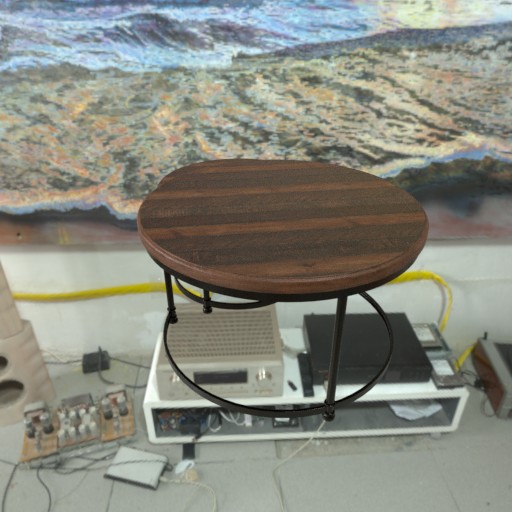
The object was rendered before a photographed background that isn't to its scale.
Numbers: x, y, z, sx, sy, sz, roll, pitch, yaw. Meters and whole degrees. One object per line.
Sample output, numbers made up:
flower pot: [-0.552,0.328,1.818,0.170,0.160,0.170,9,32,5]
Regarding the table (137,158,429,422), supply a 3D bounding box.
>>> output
table: [0.000,0.000,1.600,0.870,0.516,1.152,-18,35,-28]
